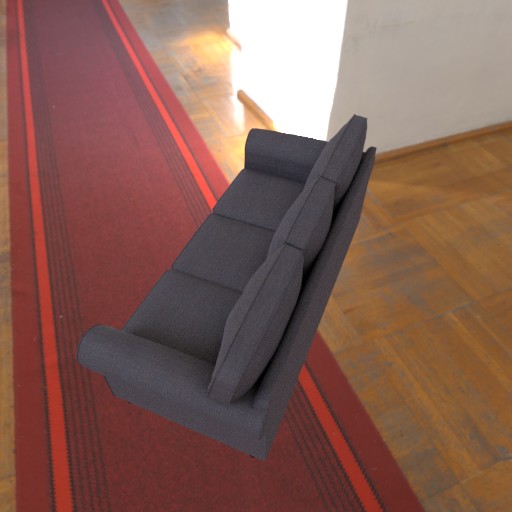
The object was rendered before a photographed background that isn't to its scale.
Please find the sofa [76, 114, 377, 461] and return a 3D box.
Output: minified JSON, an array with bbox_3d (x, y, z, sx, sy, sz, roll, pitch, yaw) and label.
[{"bbox_3d":[0.000,0.000,2.618,0.909,0.966,2.084,17,49,16],"label":"sofa"}]
